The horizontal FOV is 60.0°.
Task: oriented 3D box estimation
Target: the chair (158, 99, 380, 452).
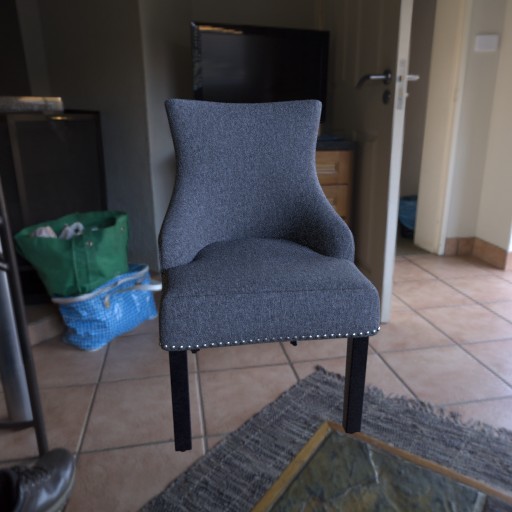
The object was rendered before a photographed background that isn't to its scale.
[{"bbox_3d":[0.000,0.000,1.333,0.566,0.909,0.629,-3,17,-8],"label":"chair"}]
